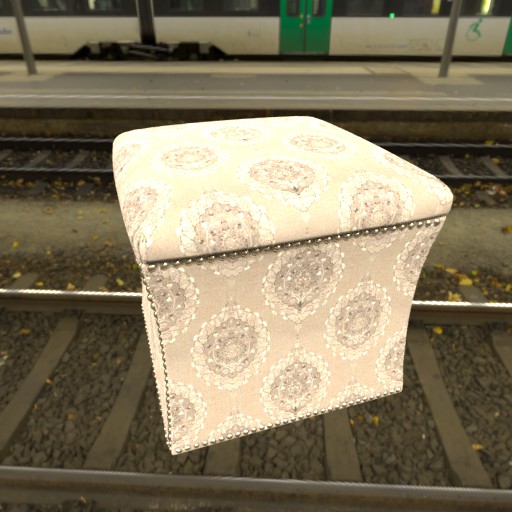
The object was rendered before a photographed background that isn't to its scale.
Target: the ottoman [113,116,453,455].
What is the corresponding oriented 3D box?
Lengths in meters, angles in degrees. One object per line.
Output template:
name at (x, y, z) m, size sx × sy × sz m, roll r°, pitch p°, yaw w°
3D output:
ottoman at (0.000, 0.000, 0.903) m, size 0.497 × 0.473 × 0.507 m, roll -9°, pitch 31°, yaw -16°
